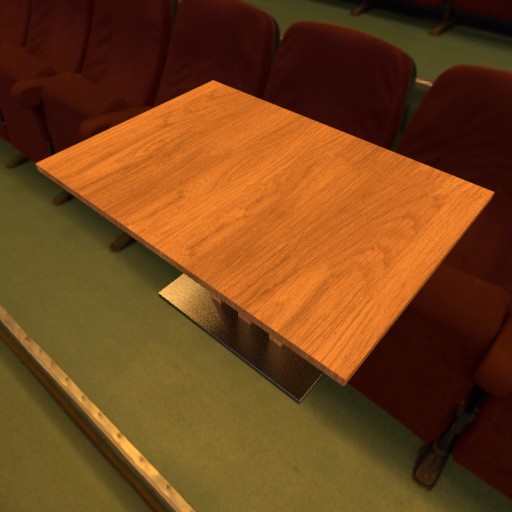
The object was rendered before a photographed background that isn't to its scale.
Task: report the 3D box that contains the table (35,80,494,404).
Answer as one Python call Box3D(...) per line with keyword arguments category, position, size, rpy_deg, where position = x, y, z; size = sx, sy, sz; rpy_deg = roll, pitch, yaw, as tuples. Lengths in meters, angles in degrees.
Box3D(category="table", position=(0.000, 0.000, 1.793), size=(1.300, 0.770, 0.900), rpy_deg=(32, 53, 27))
